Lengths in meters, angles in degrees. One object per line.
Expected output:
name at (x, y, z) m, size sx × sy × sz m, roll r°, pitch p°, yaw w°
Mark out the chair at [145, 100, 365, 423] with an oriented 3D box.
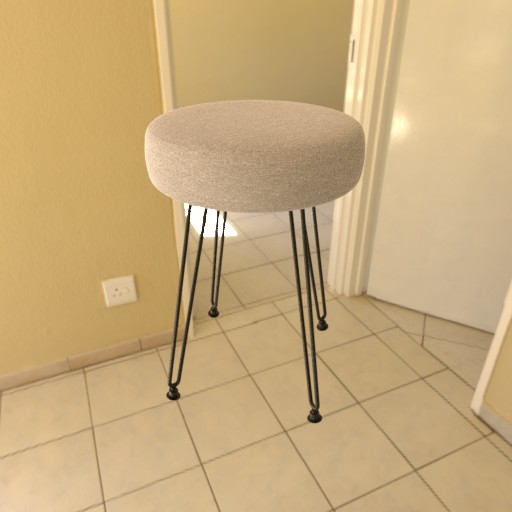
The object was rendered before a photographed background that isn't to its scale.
chair at (0.000, 0.000, 0.707) m, size 0.350 × 0.440 × 0.350 m, roll -18°, pitch 34°, yaw -29°
